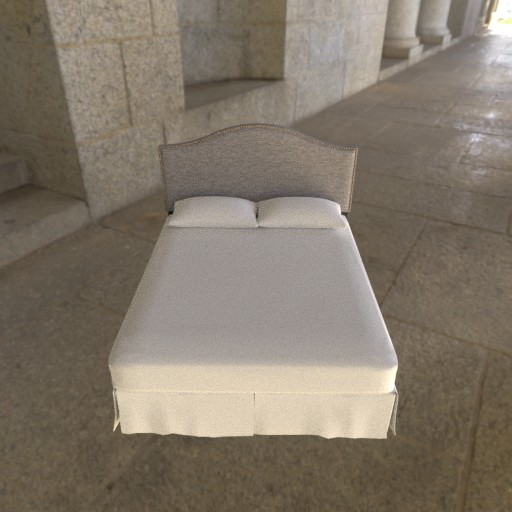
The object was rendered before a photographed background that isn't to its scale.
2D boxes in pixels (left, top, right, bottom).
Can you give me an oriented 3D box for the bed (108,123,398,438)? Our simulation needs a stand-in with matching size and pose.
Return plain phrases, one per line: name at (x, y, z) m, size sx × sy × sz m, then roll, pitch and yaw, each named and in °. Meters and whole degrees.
bed at (0.000, 0.000, 2.966) m, size 1.610 × 1.295 × 1.870 m, roll 0°, pitch 31°, yaw 1°
